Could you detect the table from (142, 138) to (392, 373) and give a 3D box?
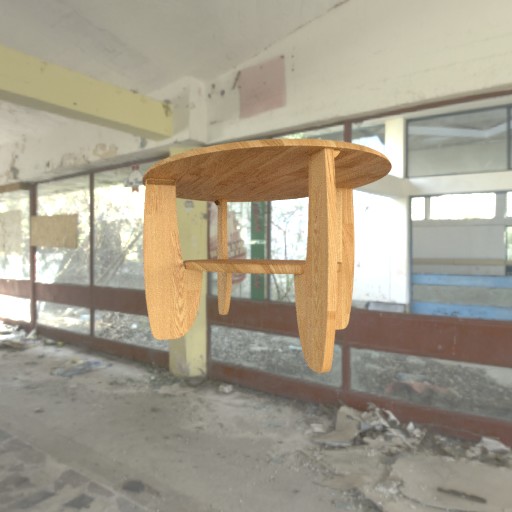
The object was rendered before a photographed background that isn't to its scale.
[{"bbox_3d":[0.000,0.000,1.392,0.690,0.490,1.040,0,1,-17],"label":"table"}]
